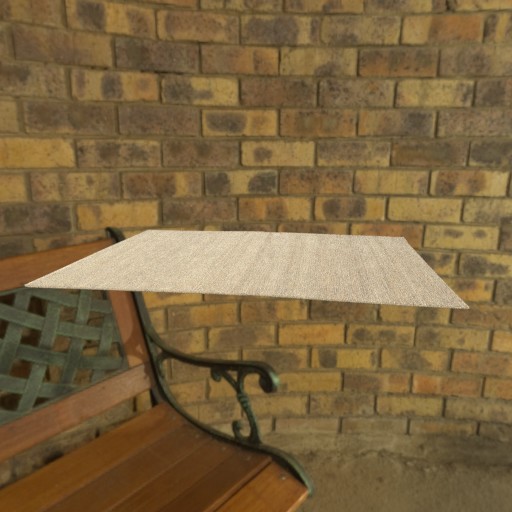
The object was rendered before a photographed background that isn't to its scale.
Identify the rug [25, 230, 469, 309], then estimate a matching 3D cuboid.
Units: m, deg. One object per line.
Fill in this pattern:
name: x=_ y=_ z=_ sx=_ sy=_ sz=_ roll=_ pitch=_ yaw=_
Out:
rug: x=0.000 y=0.000 z=4.870 sx=3.626 sy=0.051 sz=2.757 roll=2 pitch=14 yaw=9
